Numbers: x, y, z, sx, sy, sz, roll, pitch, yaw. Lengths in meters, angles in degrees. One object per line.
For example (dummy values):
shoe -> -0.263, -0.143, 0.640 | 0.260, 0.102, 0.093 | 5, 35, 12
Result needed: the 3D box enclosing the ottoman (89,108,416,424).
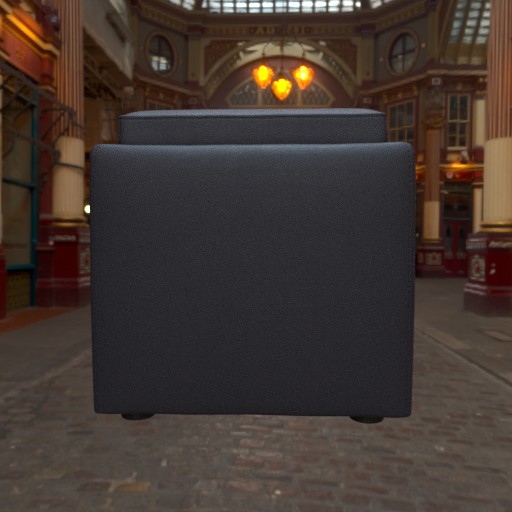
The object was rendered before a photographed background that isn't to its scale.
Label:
ottoman -> 0.000, 0.000, 0.812 | 0.450, 0.460, 0.451 | 0, 2, 2
